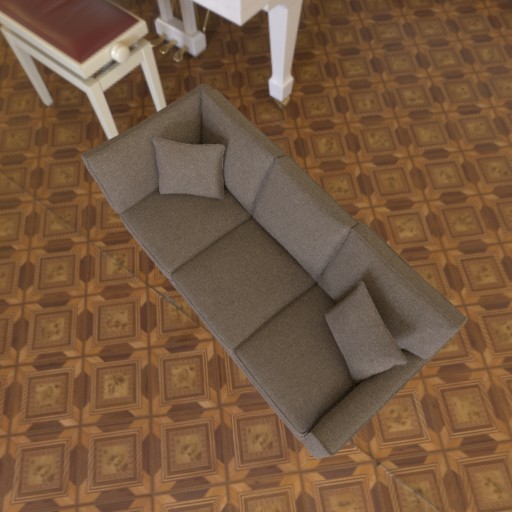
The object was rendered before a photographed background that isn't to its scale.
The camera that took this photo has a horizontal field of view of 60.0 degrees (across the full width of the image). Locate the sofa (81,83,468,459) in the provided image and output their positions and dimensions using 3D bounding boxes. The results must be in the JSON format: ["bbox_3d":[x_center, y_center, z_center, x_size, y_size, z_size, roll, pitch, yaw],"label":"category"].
[{"bbox_3d":[0.000,0.000,2.864,1.061,0.962,2.317,-37,69,-17],"label":"sofa"}]
